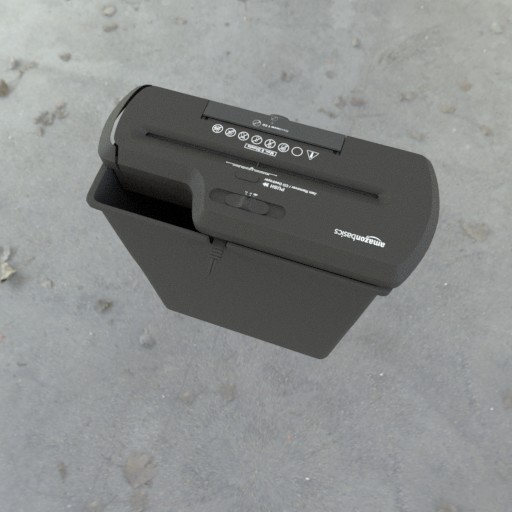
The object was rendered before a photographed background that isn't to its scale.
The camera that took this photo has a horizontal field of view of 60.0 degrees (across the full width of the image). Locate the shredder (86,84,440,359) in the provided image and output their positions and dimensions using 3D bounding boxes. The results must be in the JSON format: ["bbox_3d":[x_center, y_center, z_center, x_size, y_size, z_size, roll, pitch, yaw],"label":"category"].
[{"bbox_3d":[0.000,0.000,0.531,0.320,0.335,0.170,17,65,8],"label":"shredder"}]
